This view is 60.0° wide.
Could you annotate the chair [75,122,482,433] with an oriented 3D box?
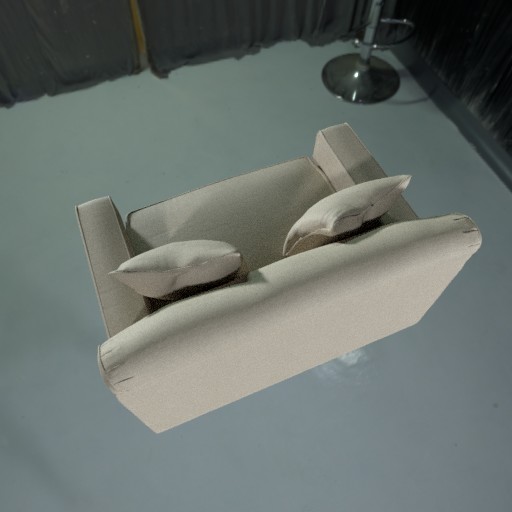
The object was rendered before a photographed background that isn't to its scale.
[{"bbox_3d":[0.000,0.000,2.018,1.383,0.948,1.000,-20,61,-12],"label":"chair"}]
